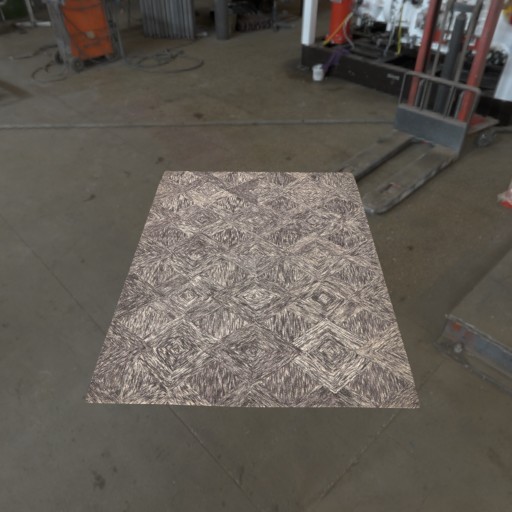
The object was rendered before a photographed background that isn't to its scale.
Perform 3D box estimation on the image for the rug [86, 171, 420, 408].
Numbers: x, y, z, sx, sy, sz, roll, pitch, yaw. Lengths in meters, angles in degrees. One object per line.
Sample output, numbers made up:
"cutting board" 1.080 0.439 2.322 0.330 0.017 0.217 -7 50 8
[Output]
"rug" 0.000 0.000 5.459 2.997 0.020 4.093 1 41 1
